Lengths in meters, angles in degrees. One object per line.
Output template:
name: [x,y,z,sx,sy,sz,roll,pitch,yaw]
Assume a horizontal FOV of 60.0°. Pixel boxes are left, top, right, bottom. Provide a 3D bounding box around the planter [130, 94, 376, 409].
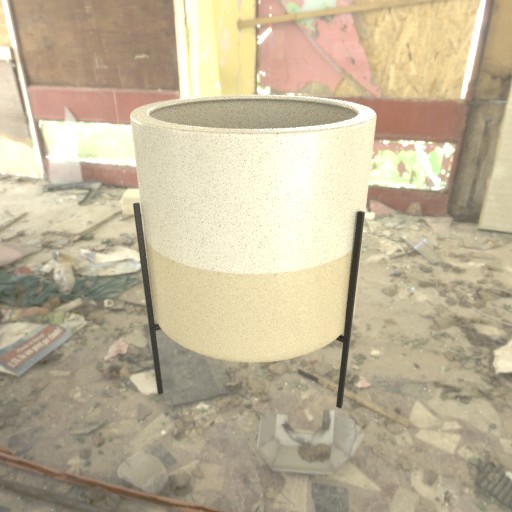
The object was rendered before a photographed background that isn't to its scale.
planter: [0.000,0.000,0.761,0.368,0.484,0.359,18,32,32]
